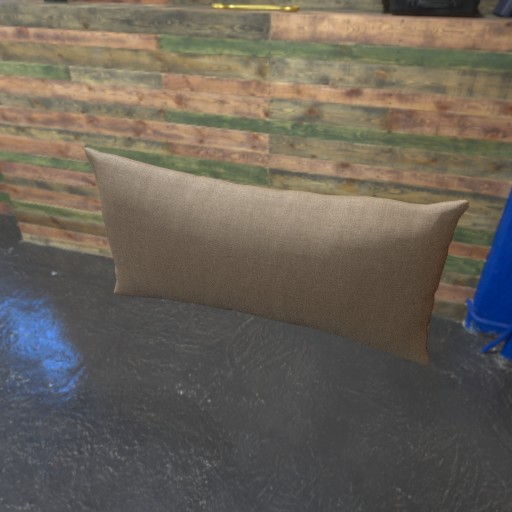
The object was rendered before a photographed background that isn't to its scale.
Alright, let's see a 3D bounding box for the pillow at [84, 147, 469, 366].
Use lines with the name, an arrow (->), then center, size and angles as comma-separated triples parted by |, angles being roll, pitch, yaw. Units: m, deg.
pillow -> 0.000, 0.000, 0.744 | 0.612, 0.308, 0.148 | 10, 34, 16
